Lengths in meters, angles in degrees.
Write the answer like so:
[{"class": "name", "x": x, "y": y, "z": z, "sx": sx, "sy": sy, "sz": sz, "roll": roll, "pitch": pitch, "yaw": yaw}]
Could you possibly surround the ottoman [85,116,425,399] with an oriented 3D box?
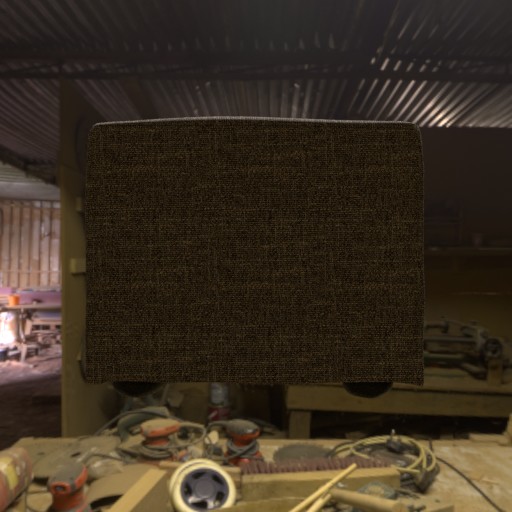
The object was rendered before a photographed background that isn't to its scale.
[{"class": "ottoman", "x": 0.000, "y": 0.000, "z": 0.903, "sx": 0.512, "sy": 0.453, "sz": 0.521, "roll": 0, "pitch": 0, "yaw": 1}]
